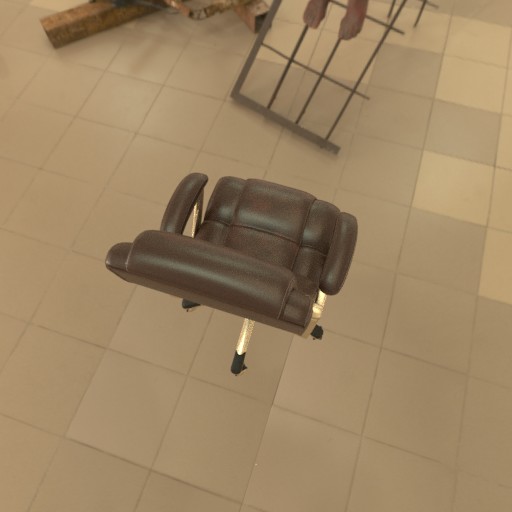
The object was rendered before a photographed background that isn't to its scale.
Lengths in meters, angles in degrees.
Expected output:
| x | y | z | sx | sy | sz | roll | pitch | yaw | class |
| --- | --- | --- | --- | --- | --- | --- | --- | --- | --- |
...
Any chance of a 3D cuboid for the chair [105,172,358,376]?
| x | y | z | sx | sy | sz | roll | pitch | yaw | class |
| --- | --- | --- | --- | --- | --- | --- | --- | --- | --- |
| 0.000 | 0.000 | 1.637 | 0.692 | 1.194 | 0.749 | 16 | 66 | 8 | chair |
